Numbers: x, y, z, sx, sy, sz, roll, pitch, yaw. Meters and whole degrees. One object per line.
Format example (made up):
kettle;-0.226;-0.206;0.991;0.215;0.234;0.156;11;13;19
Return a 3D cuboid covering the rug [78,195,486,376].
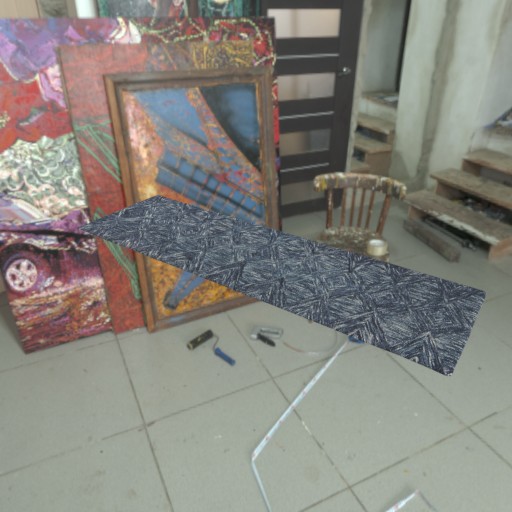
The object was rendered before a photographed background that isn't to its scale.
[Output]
rug;0.000;0.000;2.515;2.306;0.013;0.719;19;34;30
